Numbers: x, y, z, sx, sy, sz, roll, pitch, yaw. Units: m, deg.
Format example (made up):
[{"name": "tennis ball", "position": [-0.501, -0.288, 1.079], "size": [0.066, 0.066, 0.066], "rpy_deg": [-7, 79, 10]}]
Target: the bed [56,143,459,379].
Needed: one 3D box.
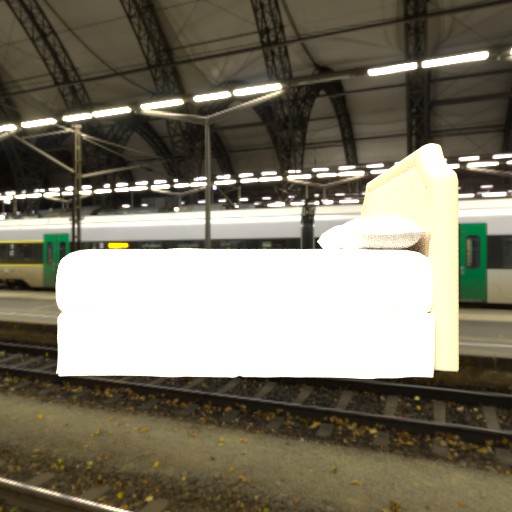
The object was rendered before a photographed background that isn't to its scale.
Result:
[{"name": "bed", "position": [0.000, 0.000, 3.771], "size": [2.548, 1.524, 2.134], "rpy_deg": [0, 0, 1]}]
